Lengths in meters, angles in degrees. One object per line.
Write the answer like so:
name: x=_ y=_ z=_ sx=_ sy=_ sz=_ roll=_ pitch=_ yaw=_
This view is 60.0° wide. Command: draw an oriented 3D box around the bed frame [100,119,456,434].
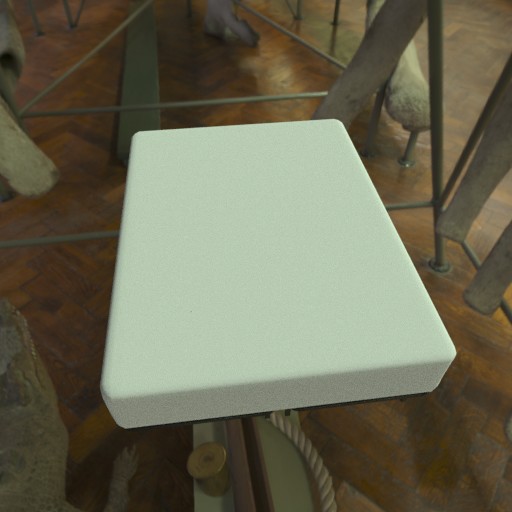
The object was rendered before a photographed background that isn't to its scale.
bed frame: x=0.000 y=0.000 z=2.751 sx=1.528 sy=0.677 sz=2.037 roll=-5 pitch=47 yaw=-5
